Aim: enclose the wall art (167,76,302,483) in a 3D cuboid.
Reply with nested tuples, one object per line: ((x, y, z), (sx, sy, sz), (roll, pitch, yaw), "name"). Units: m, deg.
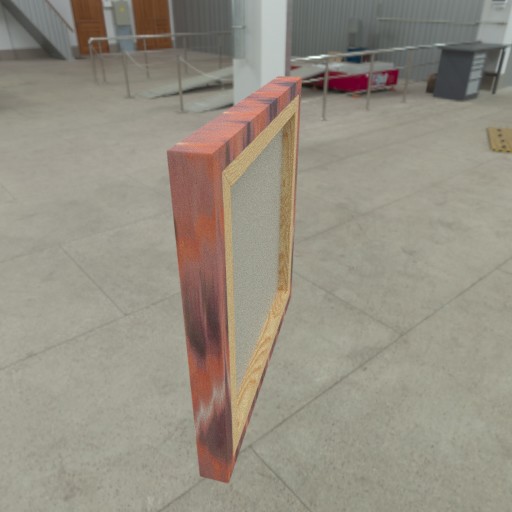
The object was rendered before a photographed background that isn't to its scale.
((0.000, 0.000, 0.607), (0.038, 0.406, 0.403), (7, 31, 13), "wall art")
